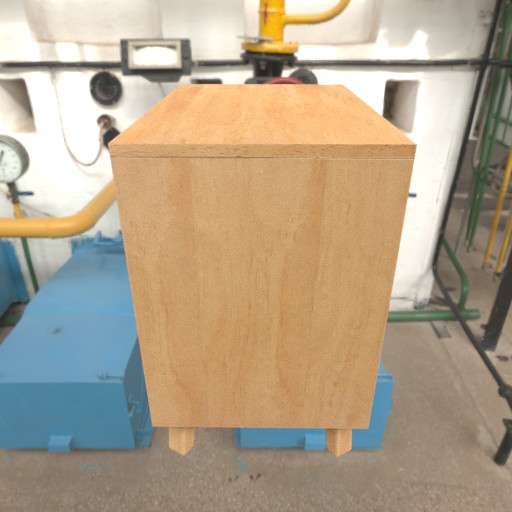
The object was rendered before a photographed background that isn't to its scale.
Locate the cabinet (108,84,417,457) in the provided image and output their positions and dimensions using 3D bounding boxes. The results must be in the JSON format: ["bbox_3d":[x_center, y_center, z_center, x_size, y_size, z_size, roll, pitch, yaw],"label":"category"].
[{"bbox_3d":[0.000,0.000,0.916,0.394,0.599,0.551,0,28,1],"label":"cabinet"}]
